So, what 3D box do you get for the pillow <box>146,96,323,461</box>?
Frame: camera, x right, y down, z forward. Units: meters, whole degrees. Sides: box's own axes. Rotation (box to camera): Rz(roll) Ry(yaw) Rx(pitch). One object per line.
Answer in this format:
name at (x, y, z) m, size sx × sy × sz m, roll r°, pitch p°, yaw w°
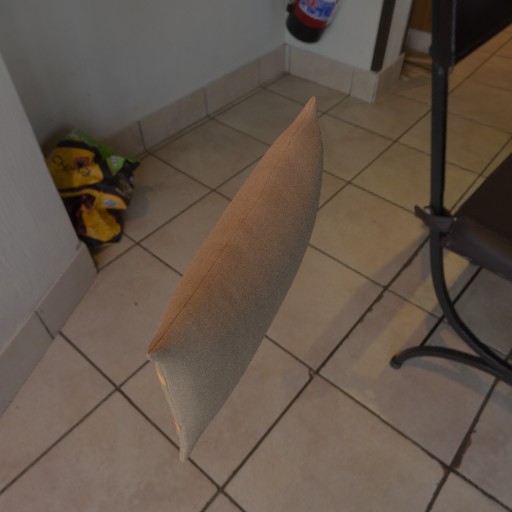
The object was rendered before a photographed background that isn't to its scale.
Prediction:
pillow at (0.000, 0.000, 0.754) m, size 0.148 × 0.308 × 0.612 m, roll 16°, pitch 49°, yaw 15°
